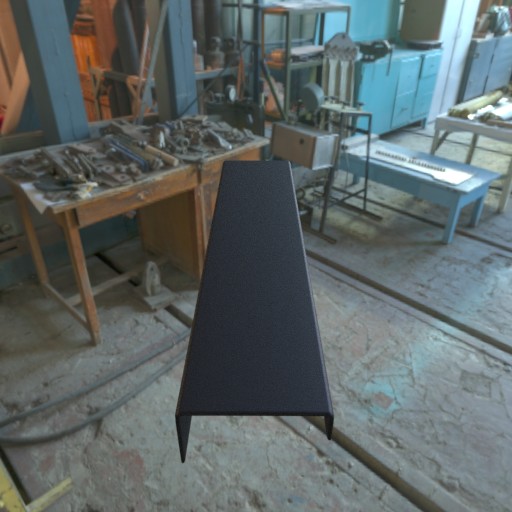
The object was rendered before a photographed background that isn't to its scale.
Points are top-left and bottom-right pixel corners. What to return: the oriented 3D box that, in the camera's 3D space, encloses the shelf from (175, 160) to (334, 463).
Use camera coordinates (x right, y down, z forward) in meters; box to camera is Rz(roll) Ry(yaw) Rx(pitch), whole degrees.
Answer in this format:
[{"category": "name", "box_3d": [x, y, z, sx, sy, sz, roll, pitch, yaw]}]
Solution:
[{"category": "shelf", "box_3d": [0.000, 0.000, 0.484, 0.102, 0.053, 0.456, 0, 32, 0]}]
